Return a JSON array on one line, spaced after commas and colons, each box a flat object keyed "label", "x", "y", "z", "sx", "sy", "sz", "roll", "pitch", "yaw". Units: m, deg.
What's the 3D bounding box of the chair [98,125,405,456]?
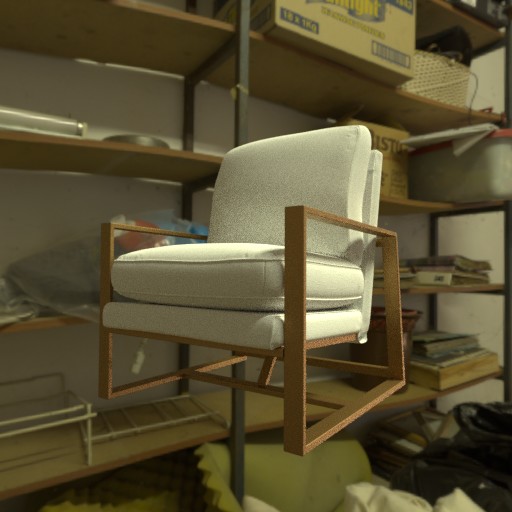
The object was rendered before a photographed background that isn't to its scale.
[{"label": "chair", "x": 0.000, "y": 0.000, "z": 1.585, "sx": 0.805, "sy": 0.966, "sz": 0.813, "roll": -1, "pitch": -1, "yaw": 36}]
